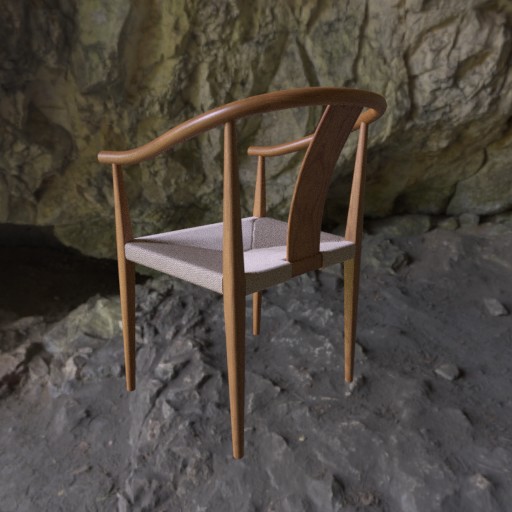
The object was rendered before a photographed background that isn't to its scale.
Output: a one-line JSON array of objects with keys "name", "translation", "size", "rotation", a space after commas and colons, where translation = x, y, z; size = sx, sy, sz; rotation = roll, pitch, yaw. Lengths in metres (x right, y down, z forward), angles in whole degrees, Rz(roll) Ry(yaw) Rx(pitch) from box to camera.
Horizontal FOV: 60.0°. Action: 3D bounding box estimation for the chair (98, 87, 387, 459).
[{"name": "chair", "translation": [0.000, 0.000, 1.176], "size": [0.579, 0.800, 0.556], "rotation": [15, 21, 43]}]
